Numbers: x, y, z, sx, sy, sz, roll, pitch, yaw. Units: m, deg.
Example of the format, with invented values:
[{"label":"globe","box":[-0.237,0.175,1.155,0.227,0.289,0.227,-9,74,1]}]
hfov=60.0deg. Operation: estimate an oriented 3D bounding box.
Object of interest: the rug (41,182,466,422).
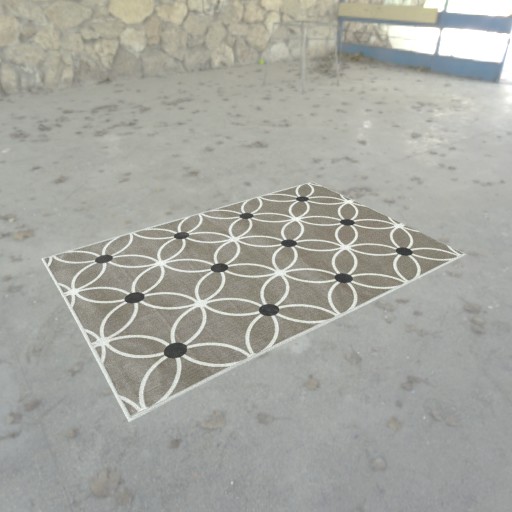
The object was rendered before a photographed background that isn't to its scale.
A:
[{"label":"rug","box":[0.000,0.000,2.853,2.284,0.008,1.522,-20,37,-29]}]
